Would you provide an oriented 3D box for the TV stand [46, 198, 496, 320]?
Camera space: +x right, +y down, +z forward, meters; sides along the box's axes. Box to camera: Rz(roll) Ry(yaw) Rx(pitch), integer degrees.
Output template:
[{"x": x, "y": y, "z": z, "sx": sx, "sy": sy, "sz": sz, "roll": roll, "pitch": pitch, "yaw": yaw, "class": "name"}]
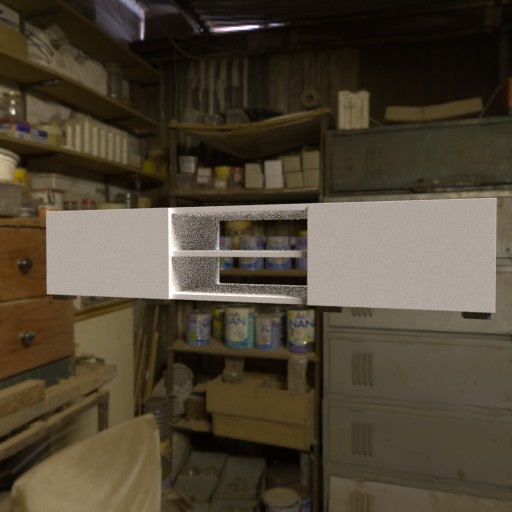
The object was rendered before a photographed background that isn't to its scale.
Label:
[{"x": 0.000, "y": 0.000, "z": 1.524, "sx": 1.400, "sy": 0.310, "sz": 0.420, "roll": 0, "pitch": 1, "yaw": 18, "class": "TV stand"}]
